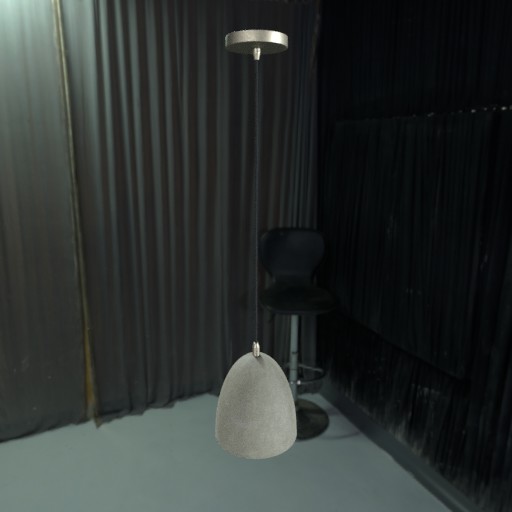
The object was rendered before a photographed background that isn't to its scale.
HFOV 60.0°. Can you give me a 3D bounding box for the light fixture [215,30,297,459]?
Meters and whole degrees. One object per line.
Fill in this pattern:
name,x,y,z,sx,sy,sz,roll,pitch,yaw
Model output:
light fixture,0.000,0.000,0.839,0.170,0.759,0.170,-7,16,-27
